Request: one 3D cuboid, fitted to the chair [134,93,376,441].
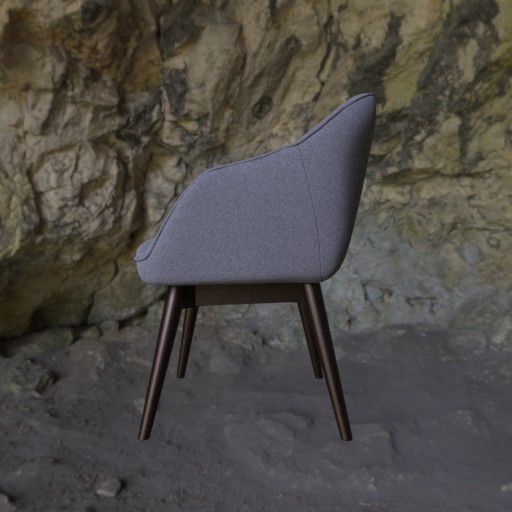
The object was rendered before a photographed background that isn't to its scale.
[{"bbox_3d":[0.000,0.000,1.218,0.611,0.810,0.589,0,1,0],"label":"chair"}]
